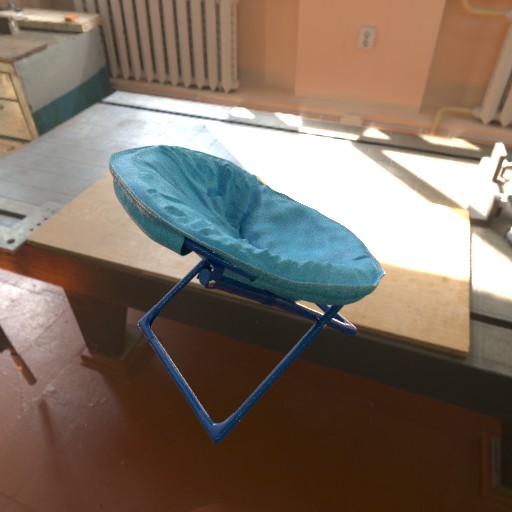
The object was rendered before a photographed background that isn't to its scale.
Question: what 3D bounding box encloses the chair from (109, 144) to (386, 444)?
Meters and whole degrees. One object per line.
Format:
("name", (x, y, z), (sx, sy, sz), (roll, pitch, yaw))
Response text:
("chair", (0.000, 0.000, 0.884), (0.465, 0.478, 0.520), (-24, 45, -26))
